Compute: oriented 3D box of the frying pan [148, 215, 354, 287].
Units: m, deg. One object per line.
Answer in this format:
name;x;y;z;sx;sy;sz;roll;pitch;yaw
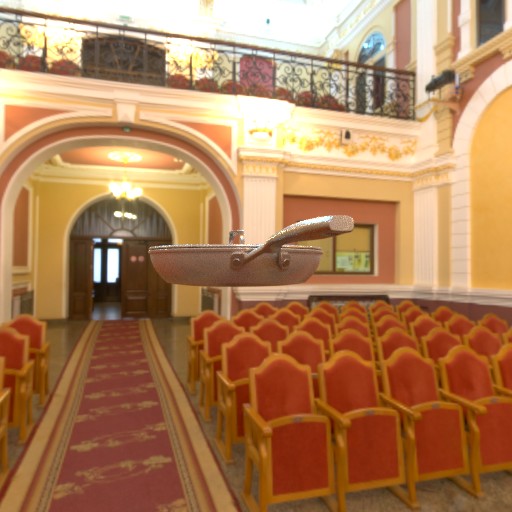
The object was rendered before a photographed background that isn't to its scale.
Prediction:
frying pan;0.000;0.000;0.597;0.272;0.086;0.490;0;-2;-16
